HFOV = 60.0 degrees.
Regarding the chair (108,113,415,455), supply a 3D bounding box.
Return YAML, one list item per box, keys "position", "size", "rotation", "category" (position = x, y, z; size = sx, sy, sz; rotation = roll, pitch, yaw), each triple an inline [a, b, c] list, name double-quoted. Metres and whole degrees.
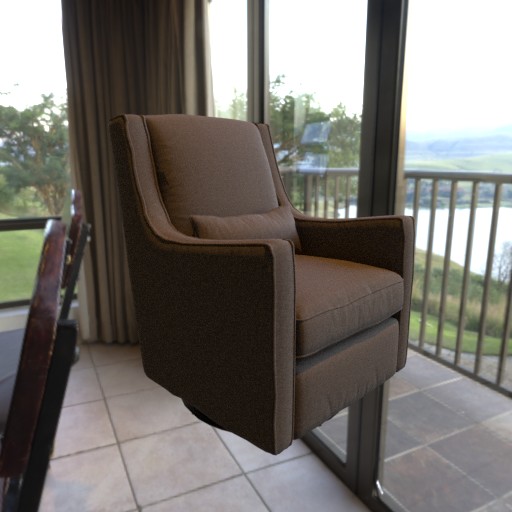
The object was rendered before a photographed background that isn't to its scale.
- position: [0.000, 0.000, 1.571]
  size: [0.879, 0.993, 0.732]
  rotation: [12, 18, 44]
  category: "chair"
